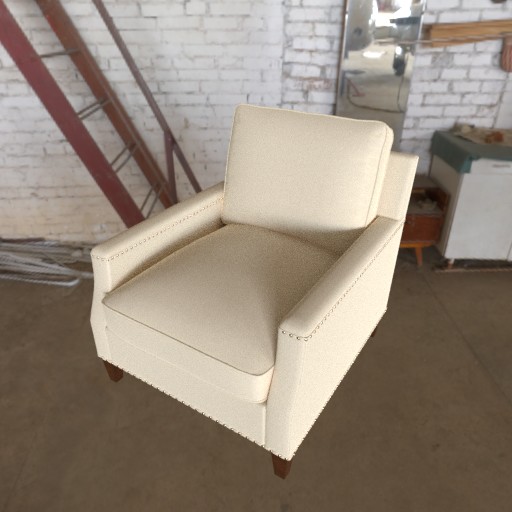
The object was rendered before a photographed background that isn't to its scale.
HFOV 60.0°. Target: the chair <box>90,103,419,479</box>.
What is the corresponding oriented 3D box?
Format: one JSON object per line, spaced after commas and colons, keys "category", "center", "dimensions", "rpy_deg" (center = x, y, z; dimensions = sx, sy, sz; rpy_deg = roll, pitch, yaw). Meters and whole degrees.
{"category": "chair", "center": [0.000, 0.000, 1.687], "dimensions": [0.853, 0.943, 1.014], "rpy_deg": [18, 34, 28]}
